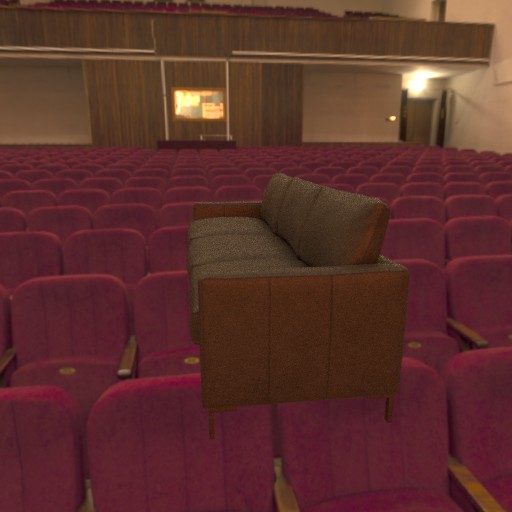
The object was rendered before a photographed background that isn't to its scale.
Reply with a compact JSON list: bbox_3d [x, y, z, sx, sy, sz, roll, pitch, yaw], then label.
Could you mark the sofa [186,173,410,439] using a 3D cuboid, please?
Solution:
[{"bbox_3d":[0.000,0.000,2.404,0.748,0.805,2.029,-2,14,-8],"label":"sofa"}]
